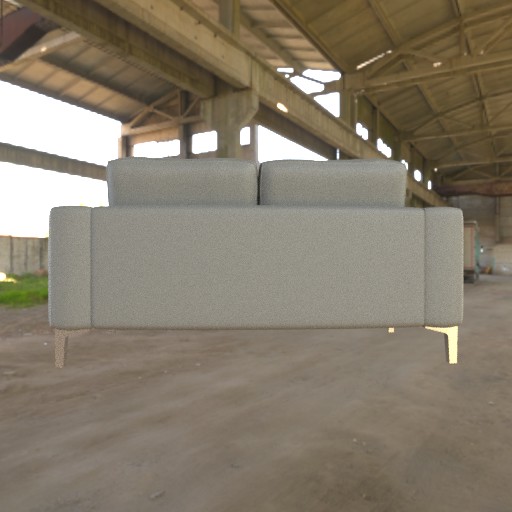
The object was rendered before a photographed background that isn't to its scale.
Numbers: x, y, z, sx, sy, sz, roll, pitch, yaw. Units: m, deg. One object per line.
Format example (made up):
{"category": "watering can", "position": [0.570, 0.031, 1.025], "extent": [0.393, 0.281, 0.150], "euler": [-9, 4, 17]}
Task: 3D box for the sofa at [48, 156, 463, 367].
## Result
{"category": "sofa", "position": [0.000, 0.000, 2.195], "extent": [1.726, 0.892, 0.833], "euler": [0, 0, -2]}
